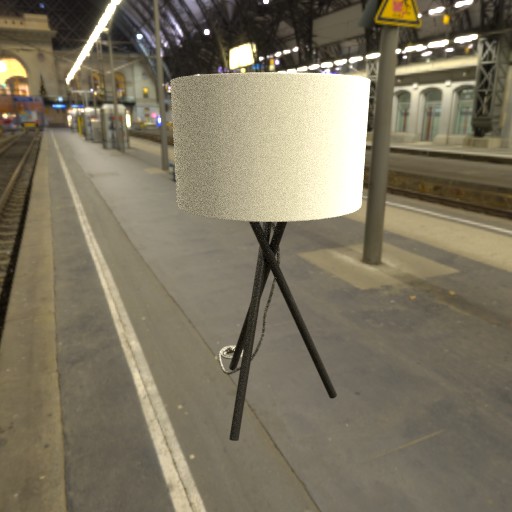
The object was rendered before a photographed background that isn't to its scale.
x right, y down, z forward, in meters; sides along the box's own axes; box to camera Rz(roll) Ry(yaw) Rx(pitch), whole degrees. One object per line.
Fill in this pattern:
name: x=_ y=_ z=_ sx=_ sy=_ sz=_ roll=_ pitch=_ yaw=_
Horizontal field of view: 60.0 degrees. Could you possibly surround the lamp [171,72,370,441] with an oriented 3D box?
lamp: x=0.000 y=0.000 z=0.925 sx=0.422 sy=0.674 sz=0.353 roll=16 pitch=23 yaw=42
